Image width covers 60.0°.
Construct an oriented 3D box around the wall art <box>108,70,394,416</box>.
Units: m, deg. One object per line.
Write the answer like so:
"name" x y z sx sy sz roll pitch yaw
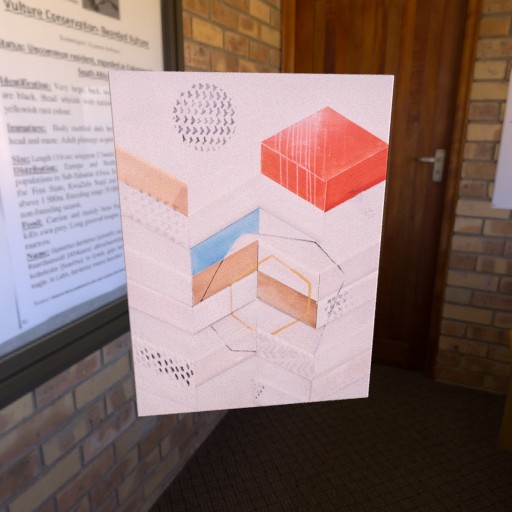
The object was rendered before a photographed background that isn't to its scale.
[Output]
"wall art" 0.000 0.000 1.327 0.759 1.014 0.045 -2 16 -8
